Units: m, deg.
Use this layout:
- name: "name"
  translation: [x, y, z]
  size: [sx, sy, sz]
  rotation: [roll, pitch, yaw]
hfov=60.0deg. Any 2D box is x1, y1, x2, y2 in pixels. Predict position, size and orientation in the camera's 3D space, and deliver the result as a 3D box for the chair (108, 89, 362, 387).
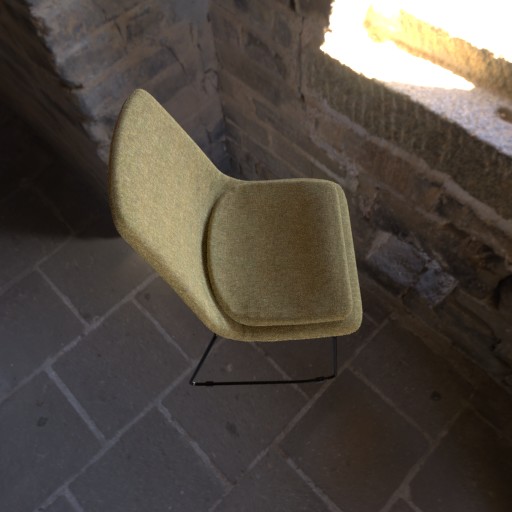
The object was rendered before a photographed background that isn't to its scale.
- name: "chair"
  translation: [0.000, 0.000, 1.123]
  size: [0.496, 0.849, 0.479]
  rotation: [-1, 63, -1]
